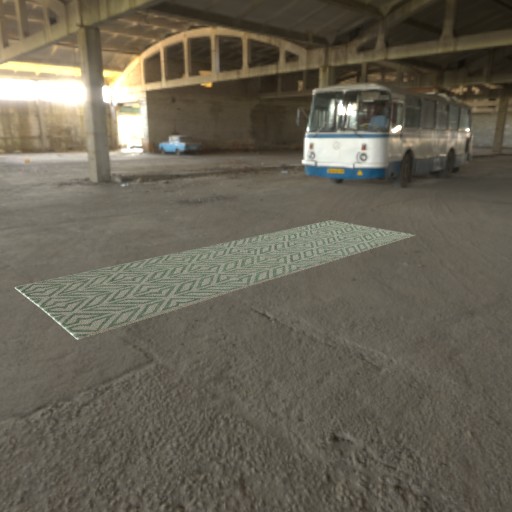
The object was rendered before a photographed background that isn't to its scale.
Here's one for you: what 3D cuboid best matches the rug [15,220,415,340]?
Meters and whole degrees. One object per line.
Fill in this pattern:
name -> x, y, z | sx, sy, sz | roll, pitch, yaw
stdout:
rug -> 0.000, 0.000, 2.639 | 2.435, 0.009, 0.750 | -14, 21, -41
